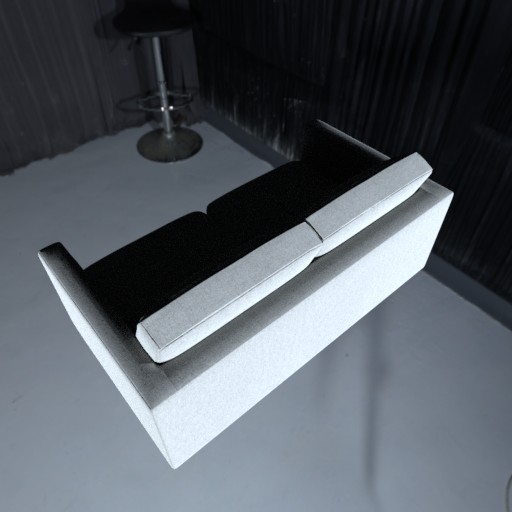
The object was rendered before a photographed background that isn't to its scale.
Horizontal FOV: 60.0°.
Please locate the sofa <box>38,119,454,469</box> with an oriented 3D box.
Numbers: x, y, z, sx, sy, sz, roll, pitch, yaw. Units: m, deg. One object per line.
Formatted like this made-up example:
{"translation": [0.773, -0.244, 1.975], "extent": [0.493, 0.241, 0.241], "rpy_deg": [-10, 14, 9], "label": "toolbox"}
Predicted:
{"translation": [0.000, 0.000, 2.250], "extent": [1.731, 0.900, 1.000], "rpy_deg": [-32, 54, -27], "label": "sofa"}
